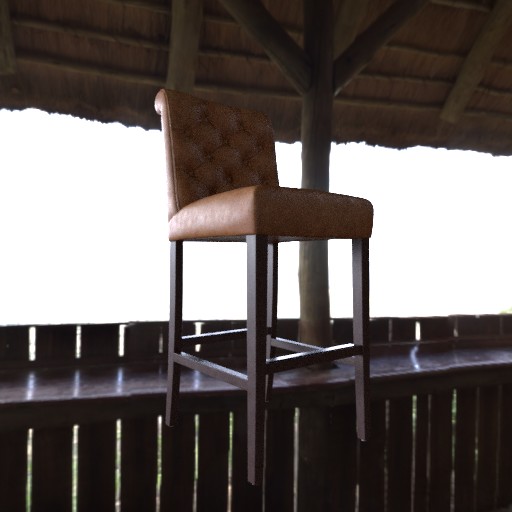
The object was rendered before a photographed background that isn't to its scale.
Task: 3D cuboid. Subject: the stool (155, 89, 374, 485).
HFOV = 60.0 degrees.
[{"bbox_3d":[0.000,0.000,1.456,0.493,1.140,0.601,0,0,-38],"label":"stool"}]
